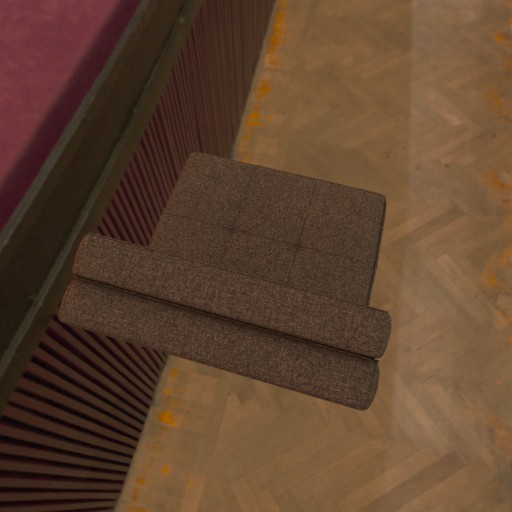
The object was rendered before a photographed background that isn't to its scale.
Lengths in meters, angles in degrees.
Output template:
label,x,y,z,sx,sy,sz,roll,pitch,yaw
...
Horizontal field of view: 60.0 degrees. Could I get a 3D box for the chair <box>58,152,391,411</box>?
label,x,y,z,sx,sy,sz,roll,pitch,yaw
chair,0.000,0.000,1.334,0.740,0.615,0.800,14,63,8
